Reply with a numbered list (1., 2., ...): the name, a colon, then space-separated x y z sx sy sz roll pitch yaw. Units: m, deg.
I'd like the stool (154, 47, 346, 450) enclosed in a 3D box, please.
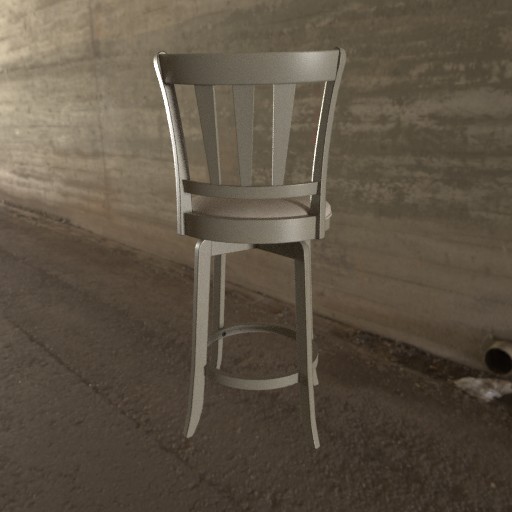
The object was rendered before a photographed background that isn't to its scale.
1. stool: 0.000 0.000 1.276 0.436 1.042 0.475 2 16 7
